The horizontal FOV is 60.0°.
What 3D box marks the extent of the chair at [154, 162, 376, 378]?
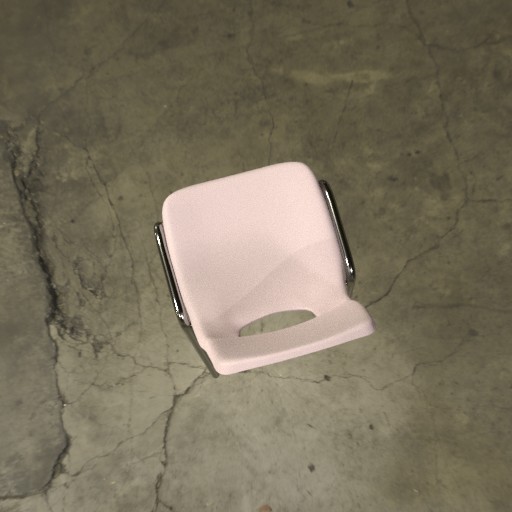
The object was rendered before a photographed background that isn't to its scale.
[{"bbox_3d":[0.000,0.000,0.918,0.381,0.653,0.436,-15,77,-4],"label":"chair"}]
